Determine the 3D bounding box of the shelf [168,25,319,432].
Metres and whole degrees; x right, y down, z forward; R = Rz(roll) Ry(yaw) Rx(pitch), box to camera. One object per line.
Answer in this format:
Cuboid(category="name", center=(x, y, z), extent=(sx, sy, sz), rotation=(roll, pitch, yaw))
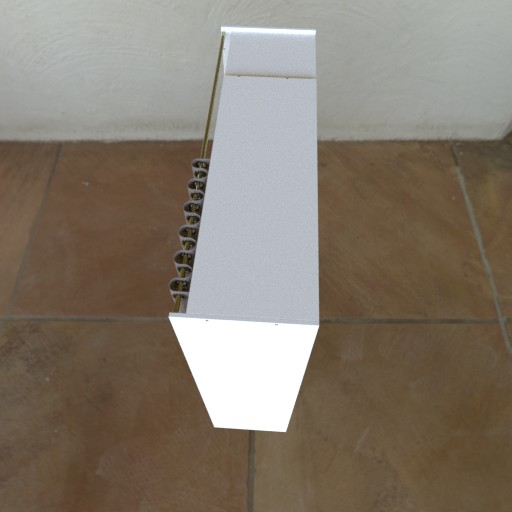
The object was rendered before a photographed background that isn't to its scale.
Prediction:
Cuboid(category="shelf", center=(0.000, 0.000, 2.592), extent=(0.500, 1.820, 1.600), rotation=(3, 59, 2))
